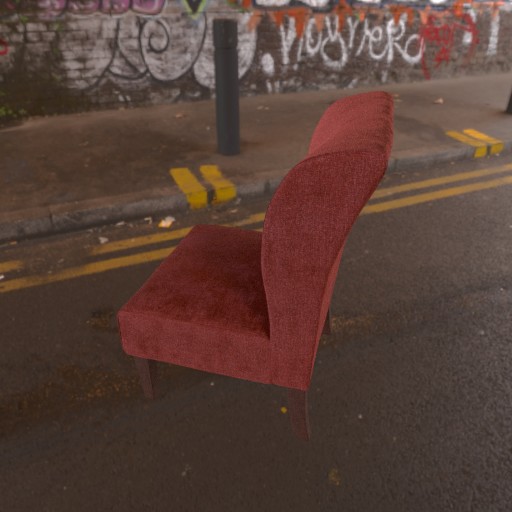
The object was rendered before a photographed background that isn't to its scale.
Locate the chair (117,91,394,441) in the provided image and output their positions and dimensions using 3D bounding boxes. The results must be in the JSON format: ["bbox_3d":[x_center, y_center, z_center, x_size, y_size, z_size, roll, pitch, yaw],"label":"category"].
[{"bbox_3d":[0.000,0.000,1.265,0.640,0.846,0.538,9,32,14],"label":"chair"}]
